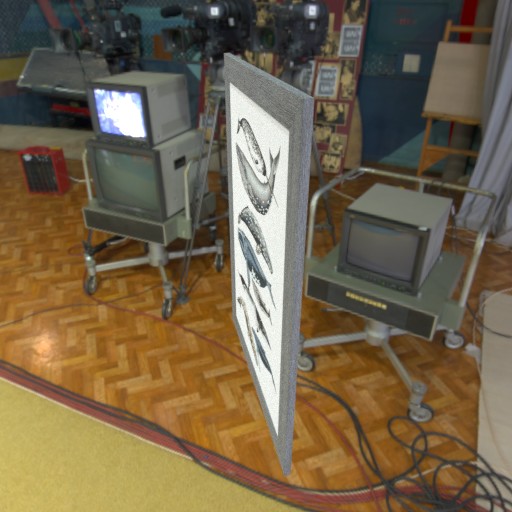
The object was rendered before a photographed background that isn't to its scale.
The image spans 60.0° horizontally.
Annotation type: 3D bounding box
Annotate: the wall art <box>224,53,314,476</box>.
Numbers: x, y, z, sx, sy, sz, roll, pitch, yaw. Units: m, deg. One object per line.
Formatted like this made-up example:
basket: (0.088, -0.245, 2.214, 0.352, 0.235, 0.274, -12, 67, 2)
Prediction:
wall art: (0.000, 0.000, 1.366, 0.020, 1.070, 0.768, -7, 31, -12)
